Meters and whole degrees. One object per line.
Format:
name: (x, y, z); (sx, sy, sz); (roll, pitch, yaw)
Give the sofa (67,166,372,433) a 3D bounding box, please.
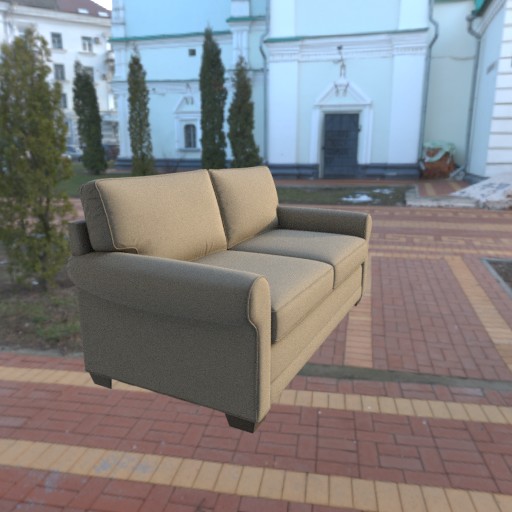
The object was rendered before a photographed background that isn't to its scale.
sofa: (0.000, 0.000, 2.505); (0.940, 0.952, 1.930); (7, 15, 26)
